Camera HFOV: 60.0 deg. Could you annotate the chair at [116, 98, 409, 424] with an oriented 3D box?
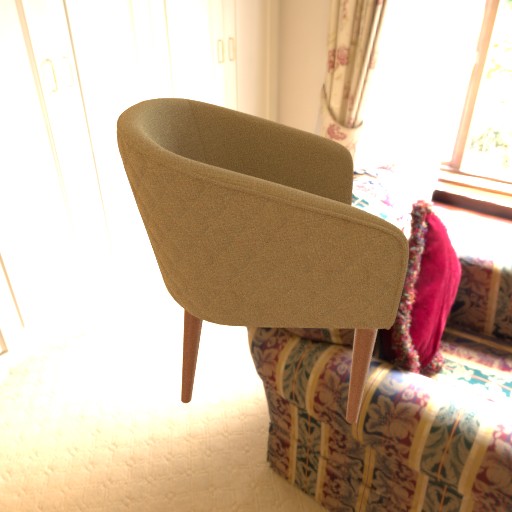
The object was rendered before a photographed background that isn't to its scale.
[{"bbox_3d":[0.000,0.000,1.201,0.616,0.775,0.584,-1,30,-1],"label":"chair"}]
